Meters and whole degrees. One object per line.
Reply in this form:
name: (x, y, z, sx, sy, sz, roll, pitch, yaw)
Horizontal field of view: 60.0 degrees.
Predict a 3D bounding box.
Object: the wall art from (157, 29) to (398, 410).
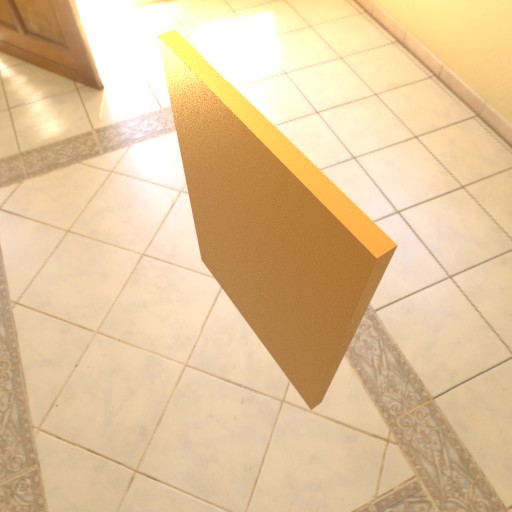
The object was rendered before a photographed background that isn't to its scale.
wall art: (0.000, 0.000, 1.059, 0.038, 0.812, 0.610, -30, 62, -18)
